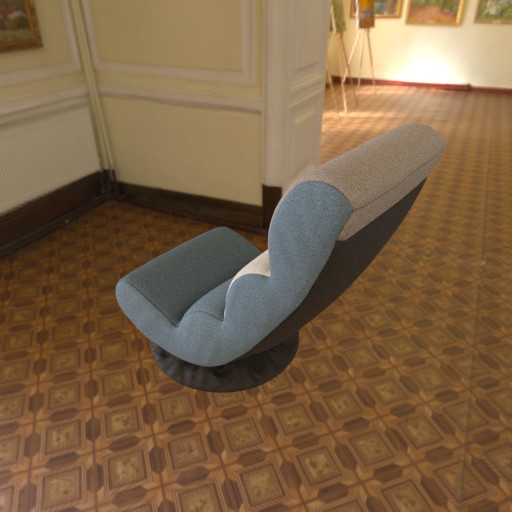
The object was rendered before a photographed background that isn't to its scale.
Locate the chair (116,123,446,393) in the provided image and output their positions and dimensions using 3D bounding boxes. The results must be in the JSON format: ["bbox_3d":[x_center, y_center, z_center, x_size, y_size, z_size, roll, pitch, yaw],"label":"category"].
[{"bbox_3d":[0.000,0.000,1.047,0.661,0.641,0.420,22,38,32],"label":"chair"}]
